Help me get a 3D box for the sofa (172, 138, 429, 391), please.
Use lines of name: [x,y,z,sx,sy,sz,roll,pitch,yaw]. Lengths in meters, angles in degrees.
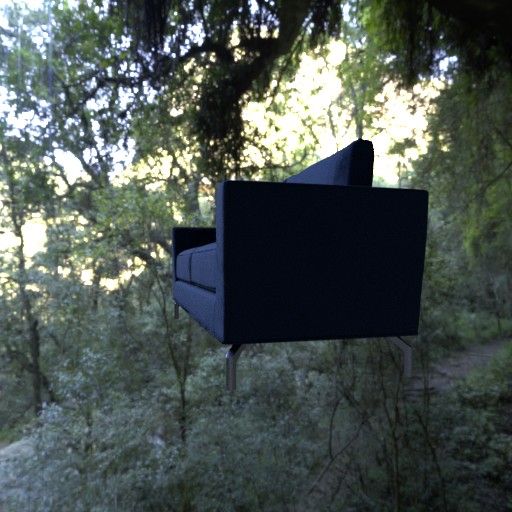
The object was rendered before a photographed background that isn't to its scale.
sofa: [0.000,0.000,2.716,0.853,0.998,2.212,0,-1,-15]
